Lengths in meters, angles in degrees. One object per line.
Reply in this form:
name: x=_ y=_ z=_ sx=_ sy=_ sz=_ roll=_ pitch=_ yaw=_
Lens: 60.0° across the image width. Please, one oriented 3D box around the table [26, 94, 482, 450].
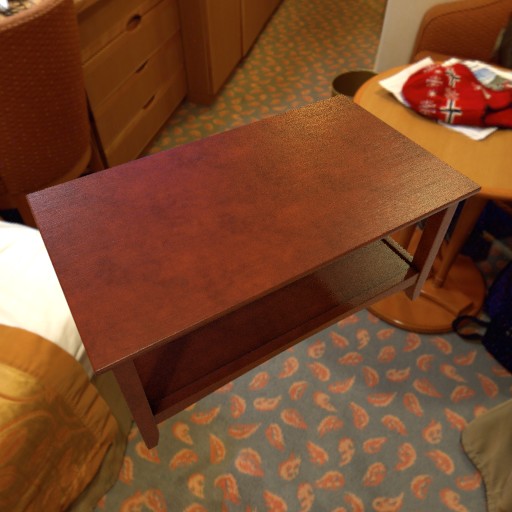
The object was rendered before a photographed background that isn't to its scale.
table: x=0.000 y=0.000 z=1.216 sx=0.943 sy=0.456 sz=0.533 roll=-24 pitch=52 yaw=-20
